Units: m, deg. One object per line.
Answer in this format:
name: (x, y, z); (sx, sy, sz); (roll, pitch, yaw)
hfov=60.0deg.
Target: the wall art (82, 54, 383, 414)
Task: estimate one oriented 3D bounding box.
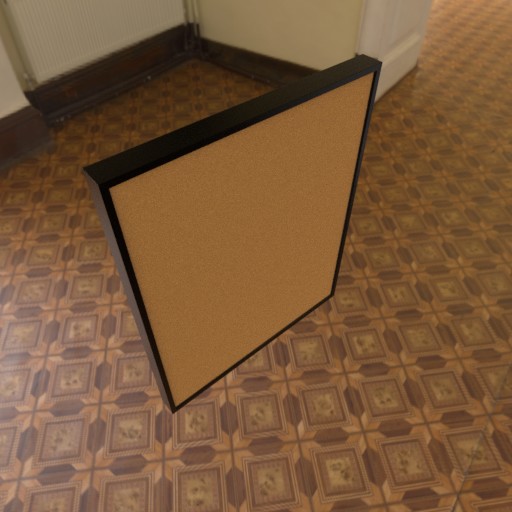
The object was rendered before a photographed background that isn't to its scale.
wall art: (0.000, 0.000, 0.761); (0.451, 0.553, 0.039); (-31, 54, -26)
